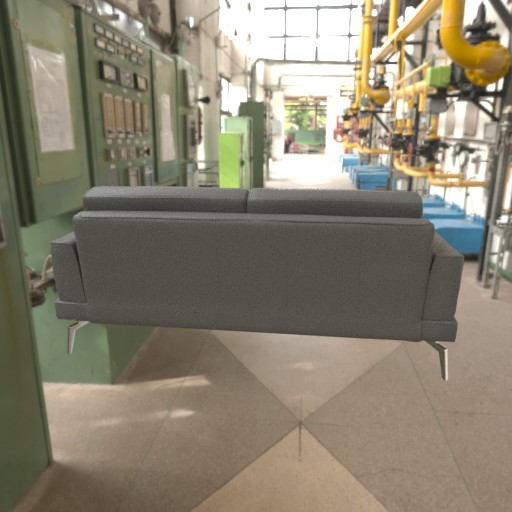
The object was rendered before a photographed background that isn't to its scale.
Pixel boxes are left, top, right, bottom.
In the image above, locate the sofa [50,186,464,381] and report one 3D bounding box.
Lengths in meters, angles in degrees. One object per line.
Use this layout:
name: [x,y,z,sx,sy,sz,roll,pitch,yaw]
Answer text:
sofa: [0.000,0.000,2.760,2.177,0.930,1.121,2,16,7]
